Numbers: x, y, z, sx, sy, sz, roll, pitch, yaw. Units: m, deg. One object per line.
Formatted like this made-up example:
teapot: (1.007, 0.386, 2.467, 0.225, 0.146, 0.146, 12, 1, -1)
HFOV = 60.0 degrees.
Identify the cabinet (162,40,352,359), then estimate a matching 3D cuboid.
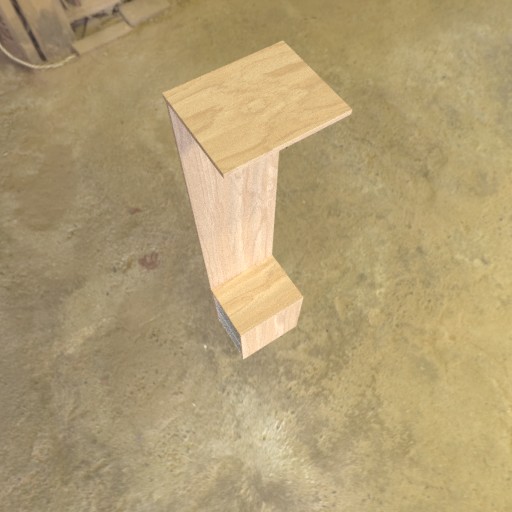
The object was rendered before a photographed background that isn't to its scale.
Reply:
cabinet: (0.000, 0.000, 2.063, 0.411, 1.879, 0.338, -30, 67, -14)
